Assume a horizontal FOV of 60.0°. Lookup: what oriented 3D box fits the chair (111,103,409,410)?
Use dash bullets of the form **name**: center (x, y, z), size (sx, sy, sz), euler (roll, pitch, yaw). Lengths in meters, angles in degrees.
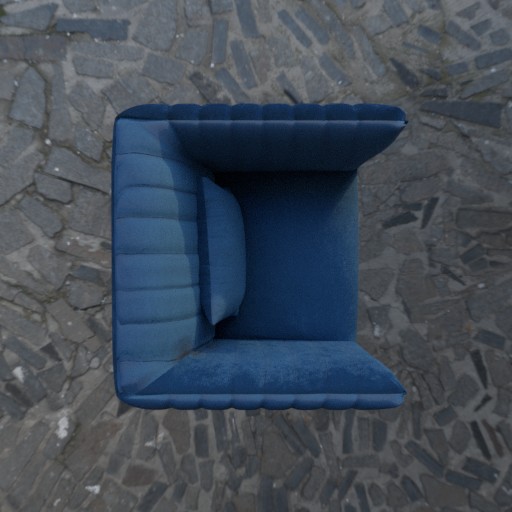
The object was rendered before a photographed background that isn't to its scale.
- **chair**: center (0.000, 0.000, 1.636), size (0.877, 0.793, 0.947), euler (0, 91, -1)
